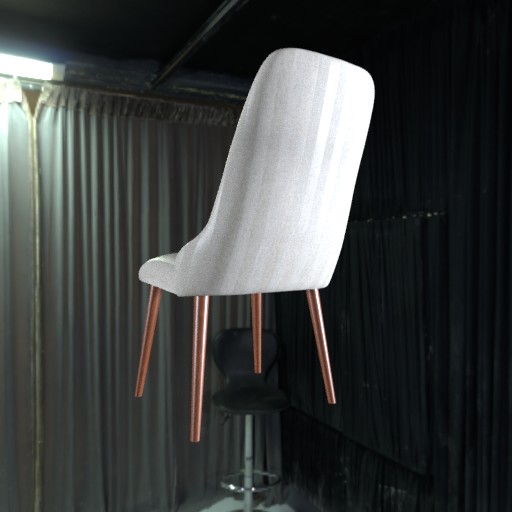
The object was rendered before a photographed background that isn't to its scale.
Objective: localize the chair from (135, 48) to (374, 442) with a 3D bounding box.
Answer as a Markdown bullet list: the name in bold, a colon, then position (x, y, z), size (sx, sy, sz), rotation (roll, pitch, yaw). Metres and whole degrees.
- **chair**: position (0.000, 0.000, 1.297), size (0.526, 0.917, 0.684), rotation (-1, 1, -35)
